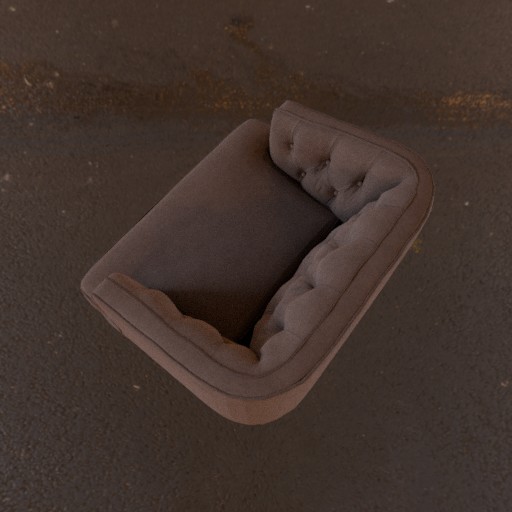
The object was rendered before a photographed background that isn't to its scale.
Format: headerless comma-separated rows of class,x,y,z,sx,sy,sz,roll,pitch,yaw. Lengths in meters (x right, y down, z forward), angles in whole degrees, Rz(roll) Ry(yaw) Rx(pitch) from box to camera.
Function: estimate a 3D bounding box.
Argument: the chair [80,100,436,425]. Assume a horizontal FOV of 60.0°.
chair,0.000,0.000,1.777,0.941,0.852,1.104,35,69,16
